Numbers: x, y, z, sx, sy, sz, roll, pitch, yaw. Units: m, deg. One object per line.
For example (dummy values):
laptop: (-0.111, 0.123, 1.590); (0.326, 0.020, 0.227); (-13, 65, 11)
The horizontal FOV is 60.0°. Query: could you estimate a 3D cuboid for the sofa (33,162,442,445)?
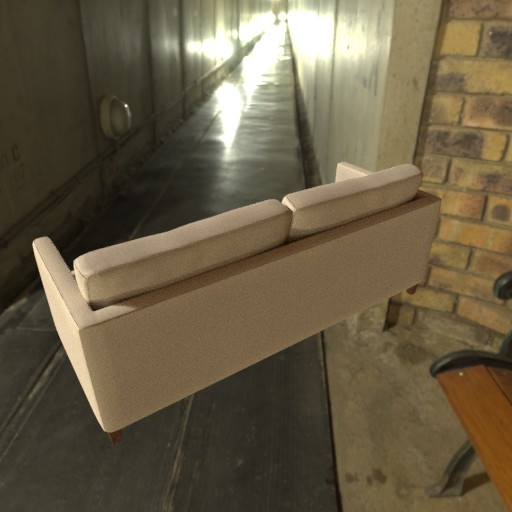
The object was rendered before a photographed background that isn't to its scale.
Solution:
sofa: (0.000, 0.000, 2.790); (2.361, 0.968, 0.951); (-19, 36, -29)
